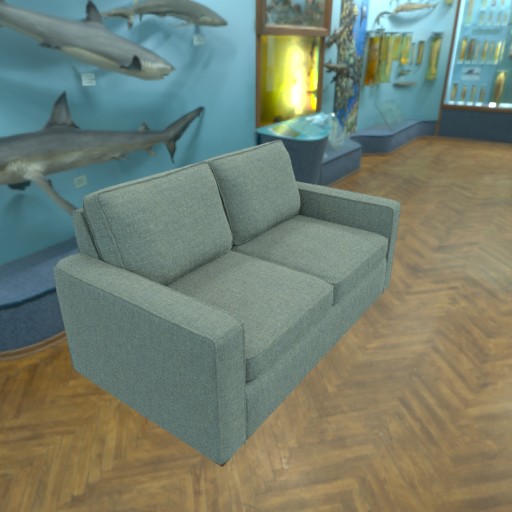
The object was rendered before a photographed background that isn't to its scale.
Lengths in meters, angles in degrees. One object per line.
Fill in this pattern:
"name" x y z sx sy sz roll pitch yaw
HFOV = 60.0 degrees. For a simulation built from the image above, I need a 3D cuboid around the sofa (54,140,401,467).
"sofa" 0.000 0.000 2.290 0.945 0.915 1.706 17 30 32
